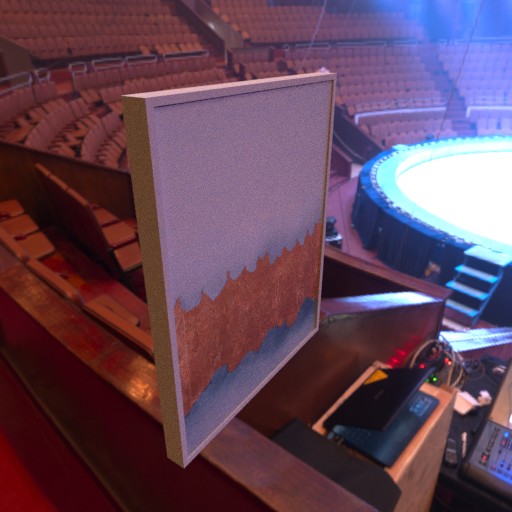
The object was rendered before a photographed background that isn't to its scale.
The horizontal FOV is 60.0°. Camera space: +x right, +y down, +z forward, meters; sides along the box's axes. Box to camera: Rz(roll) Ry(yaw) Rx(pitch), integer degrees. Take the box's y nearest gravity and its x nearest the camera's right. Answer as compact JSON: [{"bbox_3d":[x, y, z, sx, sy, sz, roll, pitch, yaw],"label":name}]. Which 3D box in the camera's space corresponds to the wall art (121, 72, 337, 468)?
[{"bbox_3d":[0.000,0.000,0.753,0.039,0.553,0.451,17,31,31],"label":"wall art"}]
